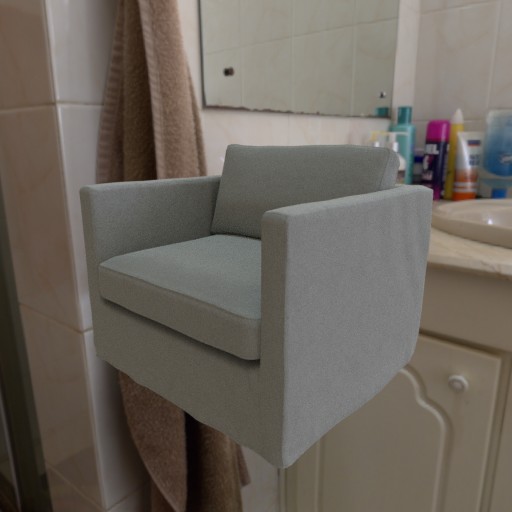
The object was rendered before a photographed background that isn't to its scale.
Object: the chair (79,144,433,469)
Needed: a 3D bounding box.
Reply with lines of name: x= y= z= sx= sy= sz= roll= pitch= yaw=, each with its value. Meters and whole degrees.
chair: x=0.000 y=0.000 z=1.769 sx=1.057 sy=0.863 sz=0.949 roll=13 pitch=19 yaw=40
